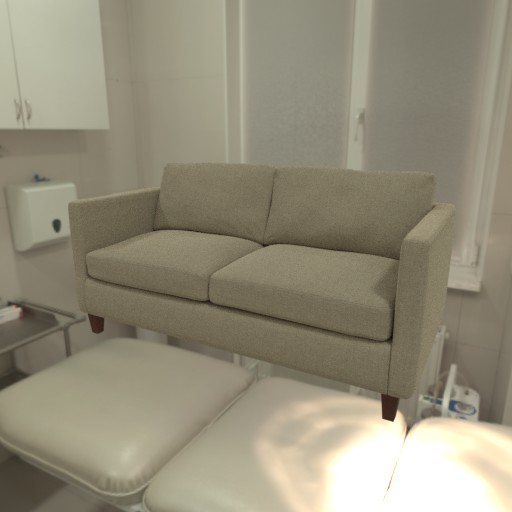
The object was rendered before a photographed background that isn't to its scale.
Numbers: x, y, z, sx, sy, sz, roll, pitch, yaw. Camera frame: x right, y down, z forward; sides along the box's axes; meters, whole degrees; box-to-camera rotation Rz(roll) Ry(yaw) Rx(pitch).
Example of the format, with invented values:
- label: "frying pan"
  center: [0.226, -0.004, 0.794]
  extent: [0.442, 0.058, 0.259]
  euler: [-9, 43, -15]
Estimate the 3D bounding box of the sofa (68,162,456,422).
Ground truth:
- label: "sofa"
  center: [0.000, 0.000, 2.415]
  extent: [1.884, 0.947, 0.951]
  euler: [8, 18, 28]
